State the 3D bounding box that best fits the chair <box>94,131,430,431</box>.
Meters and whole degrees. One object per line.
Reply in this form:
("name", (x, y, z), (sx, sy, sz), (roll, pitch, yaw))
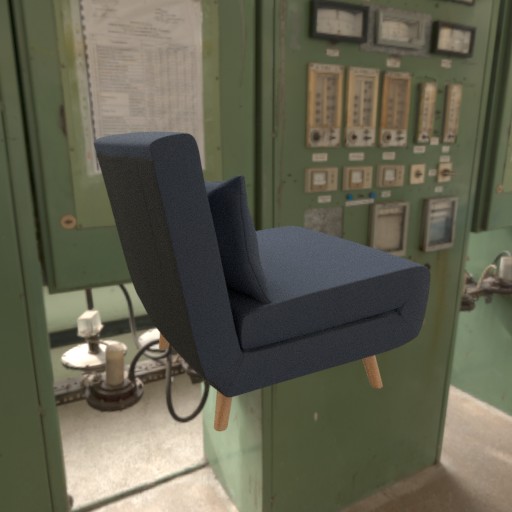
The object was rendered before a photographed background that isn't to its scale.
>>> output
("chair", (0.000, 0.000, 1.506), (0.900, 0.808, 0.770), (-8, 17, -27))
